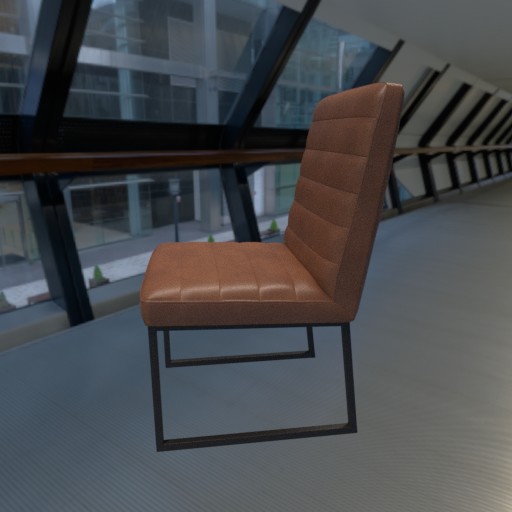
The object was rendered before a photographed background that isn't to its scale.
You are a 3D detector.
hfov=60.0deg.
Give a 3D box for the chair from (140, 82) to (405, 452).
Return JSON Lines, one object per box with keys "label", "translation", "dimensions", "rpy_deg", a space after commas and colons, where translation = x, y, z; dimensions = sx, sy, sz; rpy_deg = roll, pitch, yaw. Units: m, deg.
{"label": "chair", "translation": [0.000, 0.000, 1.312], "dimensions": [0.634, 0.930, 0.520], "rpy_deg": [-2, 15, -8]}
